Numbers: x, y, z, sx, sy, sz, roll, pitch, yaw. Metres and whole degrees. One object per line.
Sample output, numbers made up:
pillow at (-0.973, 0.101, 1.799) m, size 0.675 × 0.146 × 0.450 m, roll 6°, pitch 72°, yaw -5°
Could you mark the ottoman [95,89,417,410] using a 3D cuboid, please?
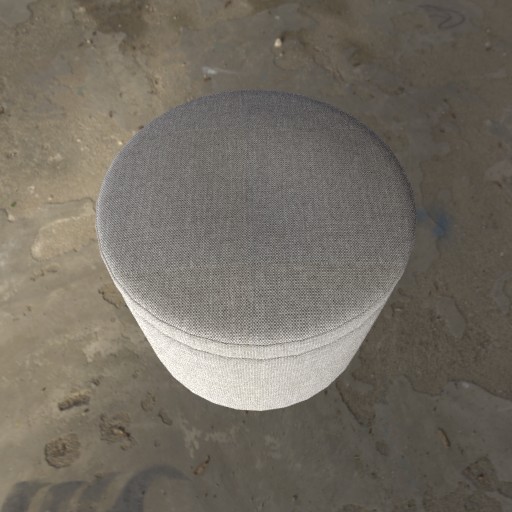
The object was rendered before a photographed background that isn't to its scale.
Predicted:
ottoman at (0.000, 0.000, 0.854) m, size 0.500 × 0.419 × 0.500 m, roll 0°, pitch 59°, yaw 0°
